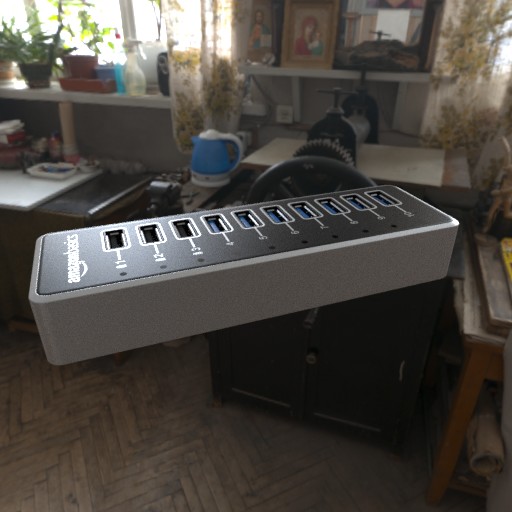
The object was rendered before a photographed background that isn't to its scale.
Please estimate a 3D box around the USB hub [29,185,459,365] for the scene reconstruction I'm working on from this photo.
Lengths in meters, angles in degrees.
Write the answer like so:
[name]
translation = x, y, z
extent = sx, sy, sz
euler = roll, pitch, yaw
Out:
[USB hub]
translation = 0.000, 0.000, 0.162
extent = 0.145, 0.023, 0.044
euler = -10, 31, -17
